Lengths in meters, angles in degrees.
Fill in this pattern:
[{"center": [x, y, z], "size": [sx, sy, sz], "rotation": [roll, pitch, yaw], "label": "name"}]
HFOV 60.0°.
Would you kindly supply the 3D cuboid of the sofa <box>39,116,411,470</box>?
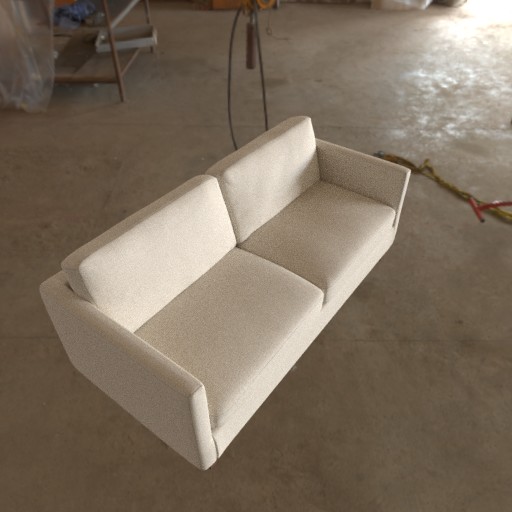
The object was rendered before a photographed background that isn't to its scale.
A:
[{"center": [0.000, 0.000, 2.484], "size": [0.965, 0.889, 1.981], "rotation": [26, 48, 27], "label": "sofa"}]
